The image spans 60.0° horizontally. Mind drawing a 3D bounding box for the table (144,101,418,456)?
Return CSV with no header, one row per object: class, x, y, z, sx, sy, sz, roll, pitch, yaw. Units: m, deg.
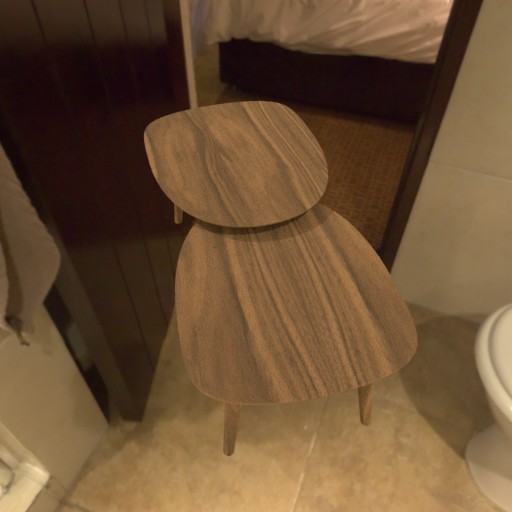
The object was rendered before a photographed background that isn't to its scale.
table,0.000,0.000,1.339,0.527,0.429,1.084,-11,47,-10
